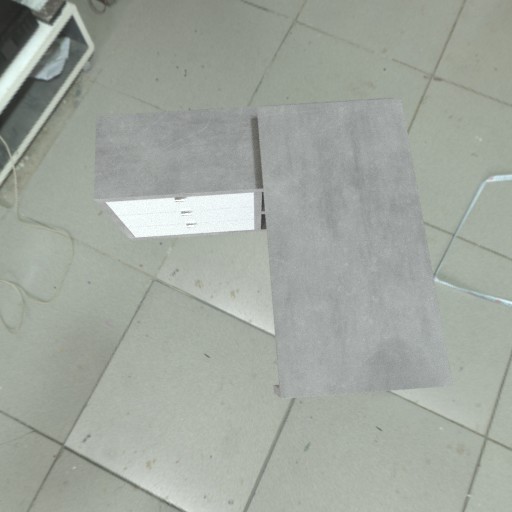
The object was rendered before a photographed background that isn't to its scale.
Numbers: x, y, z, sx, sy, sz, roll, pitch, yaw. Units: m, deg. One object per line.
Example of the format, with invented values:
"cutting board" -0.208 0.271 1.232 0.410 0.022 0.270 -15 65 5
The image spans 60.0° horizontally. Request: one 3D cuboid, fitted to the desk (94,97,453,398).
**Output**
"desk" 0.000 0.000 2.319 1.500 0.740 1.400 -4 75 -1
